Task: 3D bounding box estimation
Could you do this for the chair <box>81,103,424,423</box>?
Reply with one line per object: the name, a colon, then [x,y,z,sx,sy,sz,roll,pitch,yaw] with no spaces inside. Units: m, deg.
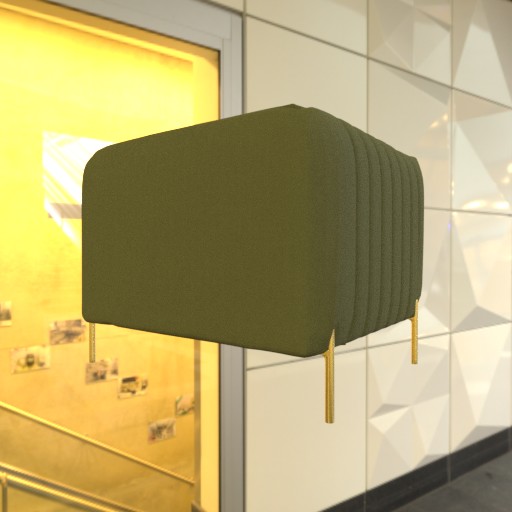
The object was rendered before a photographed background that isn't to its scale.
chair: [0.000,0.000,1.656,1.032,0.794,0.877,1,1,36]
